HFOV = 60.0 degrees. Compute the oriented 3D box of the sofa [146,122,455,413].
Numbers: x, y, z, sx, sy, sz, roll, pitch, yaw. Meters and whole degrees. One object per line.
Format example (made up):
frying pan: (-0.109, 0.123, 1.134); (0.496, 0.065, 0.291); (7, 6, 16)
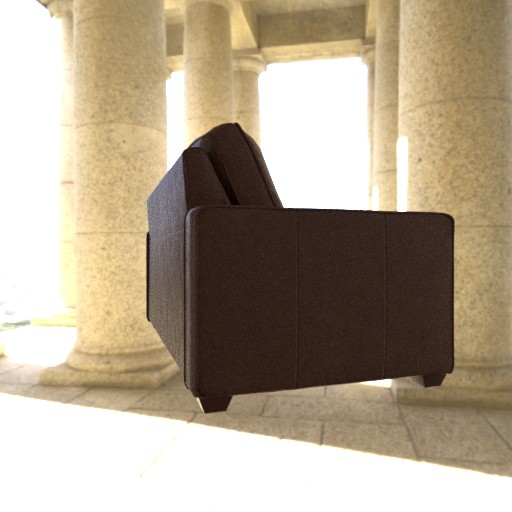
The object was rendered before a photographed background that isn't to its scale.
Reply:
sofa: (0.000, 0.000, 2.199); (0.947, 0.918, 1.709); (0, 1, -18)
